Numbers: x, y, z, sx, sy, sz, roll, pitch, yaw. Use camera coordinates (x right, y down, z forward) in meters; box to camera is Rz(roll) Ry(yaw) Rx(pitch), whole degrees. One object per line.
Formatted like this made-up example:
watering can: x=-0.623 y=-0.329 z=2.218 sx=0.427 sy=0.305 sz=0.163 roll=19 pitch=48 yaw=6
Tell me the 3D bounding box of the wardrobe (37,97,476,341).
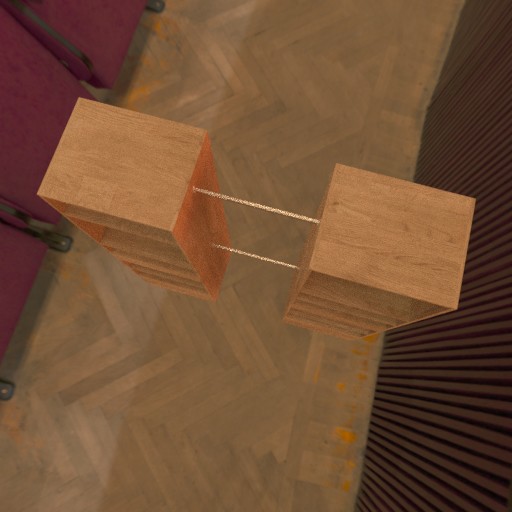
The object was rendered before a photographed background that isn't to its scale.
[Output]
wardrobe: x=0.000 y=0.000 z=2.820 sx=1.770 sy=2.000 sz=0.480 roll=15 pitch=76 yaw=4
